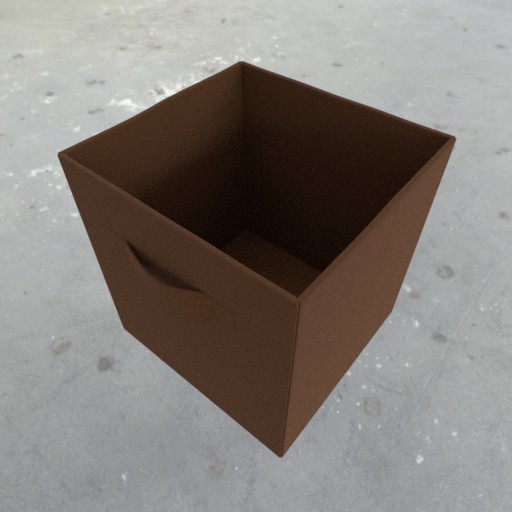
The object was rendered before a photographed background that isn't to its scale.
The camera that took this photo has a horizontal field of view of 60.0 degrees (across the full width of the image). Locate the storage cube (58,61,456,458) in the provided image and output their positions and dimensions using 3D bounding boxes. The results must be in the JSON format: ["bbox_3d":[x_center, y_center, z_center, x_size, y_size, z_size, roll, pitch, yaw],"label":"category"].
[{"bbox_3d":[0.000,0.000,0.498,0.270,0.280,0.270,31,54,26],"label":"storage cube"}]
